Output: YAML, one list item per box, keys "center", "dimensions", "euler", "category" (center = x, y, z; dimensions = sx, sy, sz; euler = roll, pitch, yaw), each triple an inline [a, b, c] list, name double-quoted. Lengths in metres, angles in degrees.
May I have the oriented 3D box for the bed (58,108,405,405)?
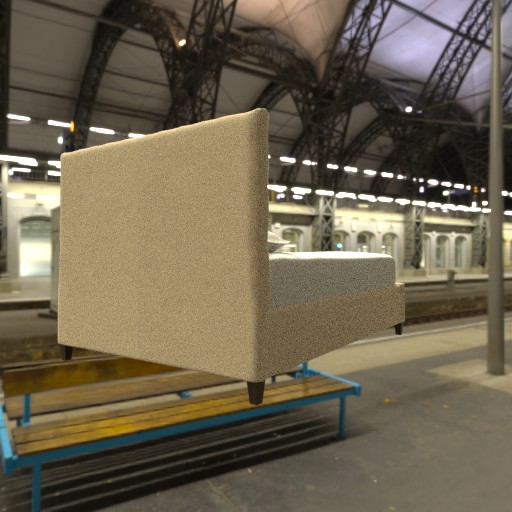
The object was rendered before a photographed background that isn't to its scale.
- center: [0.000, 0.000, 3.539]
  dimensions: [1.698, 1.427, 2.387]
  euler: [0, 0, 35]
  category: "bed"
